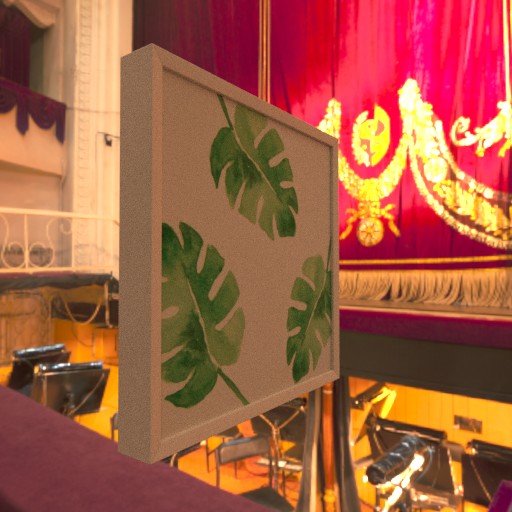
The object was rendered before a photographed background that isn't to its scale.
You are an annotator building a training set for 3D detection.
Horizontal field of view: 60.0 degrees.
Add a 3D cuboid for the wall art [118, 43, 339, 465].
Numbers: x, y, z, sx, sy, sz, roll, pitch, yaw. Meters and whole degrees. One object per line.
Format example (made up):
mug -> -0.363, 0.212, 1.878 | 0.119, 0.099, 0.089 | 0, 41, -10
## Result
wall art -> 0.000, 0.000, 0.453 | 0.038, 0.305, 0.305 | -1, -2, 37
